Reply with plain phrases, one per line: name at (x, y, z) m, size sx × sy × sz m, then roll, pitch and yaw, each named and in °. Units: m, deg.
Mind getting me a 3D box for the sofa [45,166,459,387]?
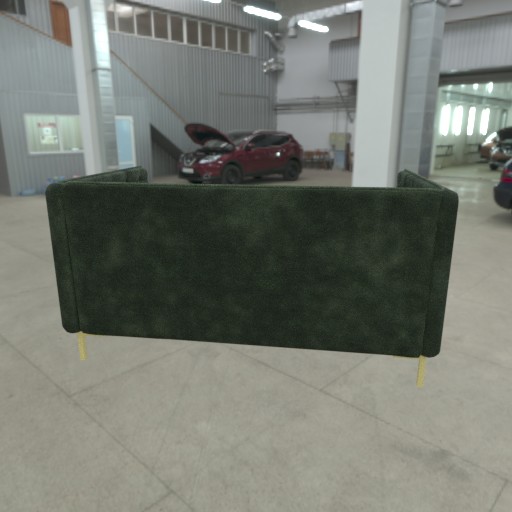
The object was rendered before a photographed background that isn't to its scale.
sofa at (0.000, 0.000, 2.093) m, size 1.537 × 0.768 × 0.895 m, roll 2°, pitch 16°, yaw 8°
